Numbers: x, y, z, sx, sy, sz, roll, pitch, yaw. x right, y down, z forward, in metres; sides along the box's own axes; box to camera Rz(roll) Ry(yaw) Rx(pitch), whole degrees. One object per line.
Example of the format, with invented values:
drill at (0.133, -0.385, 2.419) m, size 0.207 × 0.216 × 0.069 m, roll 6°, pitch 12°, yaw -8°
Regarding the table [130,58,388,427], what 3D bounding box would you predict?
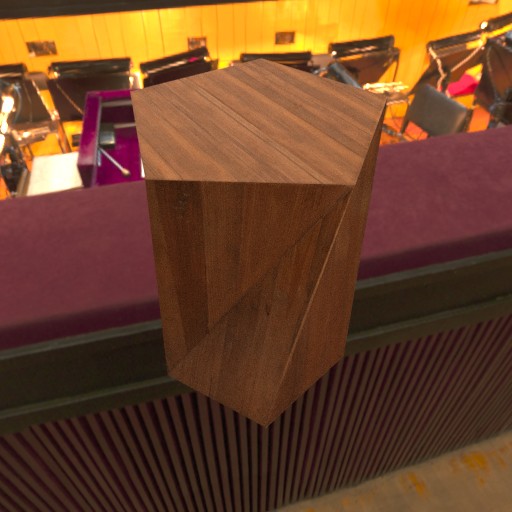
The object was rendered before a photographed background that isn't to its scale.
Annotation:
table at (0.000, 0.000, 0.883) m, size 0.441 × 0.604 × 0.425 m, roll -10°, pitch 45°, yaw -10°
